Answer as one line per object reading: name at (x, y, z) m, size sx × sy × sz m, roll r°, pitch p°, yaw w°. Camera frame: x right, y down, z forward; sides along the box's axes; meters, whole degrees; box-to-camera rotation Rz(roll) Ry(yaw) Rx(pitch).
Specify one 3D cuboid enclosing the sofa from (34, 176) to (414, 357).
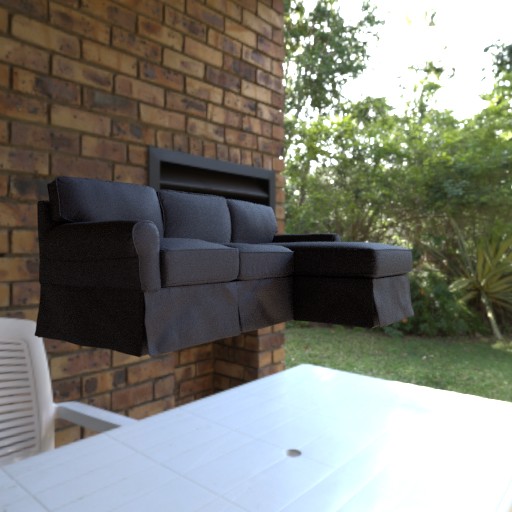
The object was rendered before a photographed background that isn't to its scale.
sofa at (0.000, 0.000, 3.301) m, size 1.637 × 1.039 × 2.518 m, roll 0°, pitch 1°, yaw 36°
